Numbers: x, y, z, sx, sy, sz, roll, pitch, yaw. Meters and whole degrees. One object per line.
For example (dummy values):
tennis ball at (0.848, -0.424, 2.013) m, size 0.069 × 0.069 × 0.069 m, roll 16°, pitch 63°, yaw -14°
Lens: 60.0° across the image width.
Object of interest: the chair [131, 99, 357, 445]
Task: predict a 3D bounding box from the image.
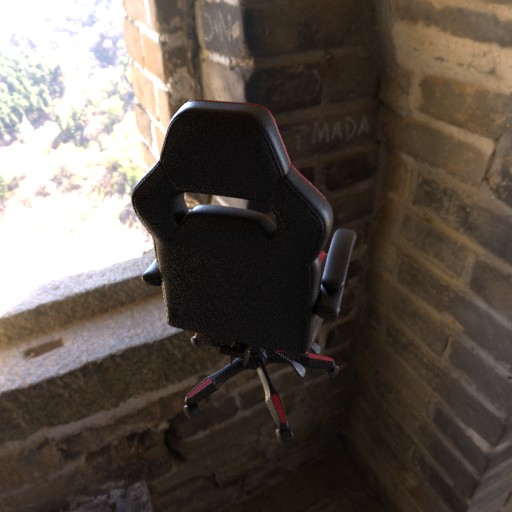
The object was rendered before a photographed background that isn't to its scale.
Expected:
chair at (0.000, 0.000, 1.642) m, size 0.700 × 1.220 × 0.700 m, roll 9°, pitch 33°, yaw 15°
